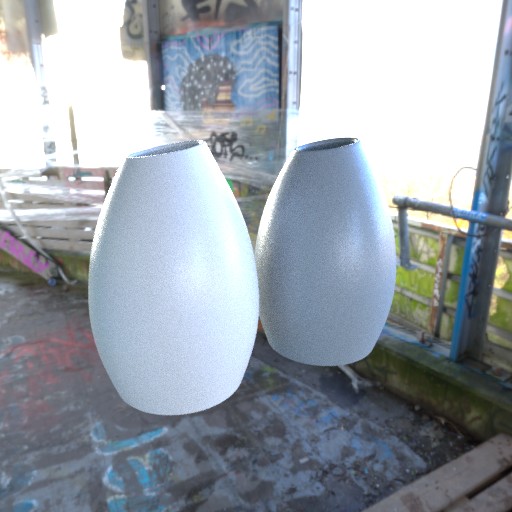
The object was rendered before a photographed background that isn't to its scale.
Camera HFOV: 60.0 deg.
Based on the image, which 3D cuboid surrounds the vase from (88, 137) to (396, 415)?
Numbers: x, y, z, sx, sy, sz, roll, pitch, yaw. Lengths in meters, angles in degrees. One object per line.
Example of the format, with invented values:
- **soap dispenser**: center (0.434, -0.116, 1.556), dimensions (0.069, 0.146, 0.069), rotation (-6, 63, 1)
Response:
- **vase**: center (0.000, 0.000, 0.257), dimensions (0.187, 0.131, 0.089), rotation (-9, 19, -27)
